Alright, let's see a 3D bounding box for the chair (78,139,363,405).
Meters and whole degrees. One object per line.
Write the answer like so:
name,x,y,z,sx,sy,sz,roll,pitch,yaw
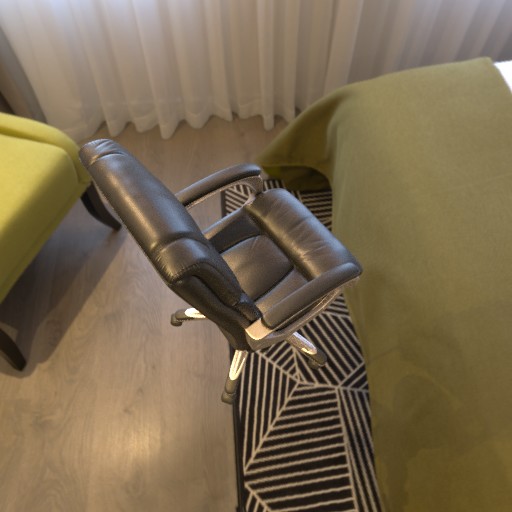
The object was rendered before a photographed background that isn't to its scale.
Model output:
chair,0.000,0.000,1.573,0.780,1.145,0.700,-31,63,-18
